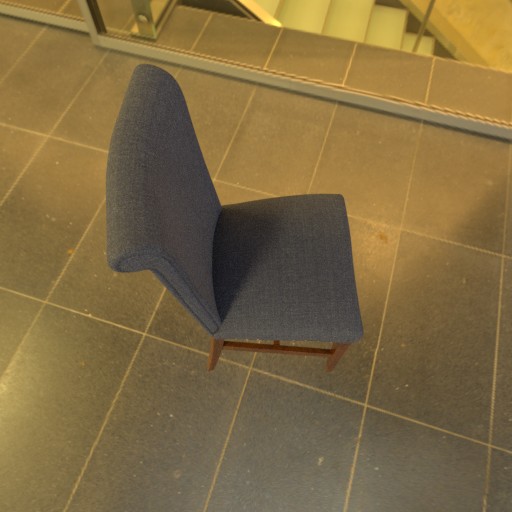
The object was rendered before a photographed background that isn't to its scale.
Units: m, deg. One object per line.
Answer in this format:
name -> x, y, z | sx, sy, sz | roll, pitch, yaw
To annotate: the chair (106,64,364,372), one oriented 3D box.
chair -> 0.000, 0.000, 1.330 | 0.608, 0.988, 0.513 | -2, 63, -1
